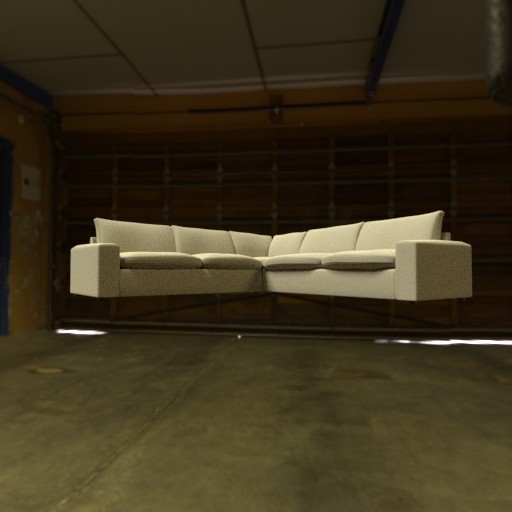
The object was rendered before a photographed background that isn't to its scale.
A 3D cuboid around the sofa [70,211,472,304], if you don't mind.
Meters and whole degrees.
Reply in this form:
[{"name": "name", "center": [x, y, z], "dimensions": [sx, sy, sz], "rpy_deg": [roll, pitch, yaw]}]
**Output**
[{"name": "sofa", "center": [0.000, 0.000, 4.858], "dimensions": [3.066, 0.918, 3.206], "rpy_deg": [1, -2, -37]}]
